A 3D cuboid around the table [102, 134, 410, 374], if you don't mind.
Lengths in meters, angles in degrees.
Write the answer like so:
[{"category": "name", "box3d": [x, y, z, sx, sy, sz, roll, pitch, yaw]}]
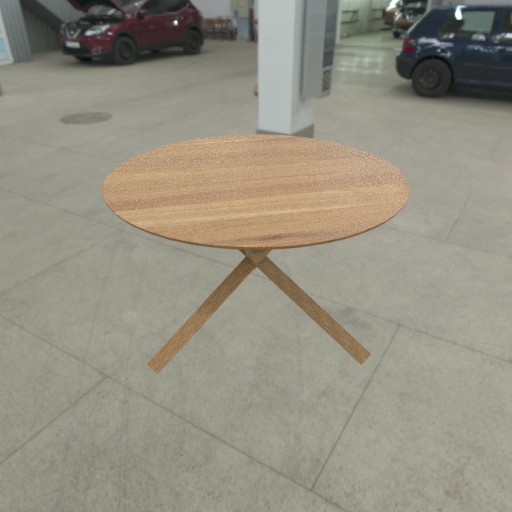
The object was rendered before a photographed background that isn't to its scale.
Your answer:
[{"category": "table", "box3d": [0.000, 0.000, 1.728, 1.038, 0.666, 1.038, 0, 31, 0]}]
